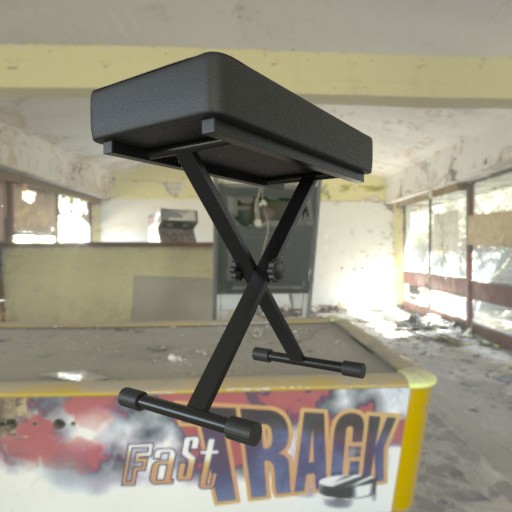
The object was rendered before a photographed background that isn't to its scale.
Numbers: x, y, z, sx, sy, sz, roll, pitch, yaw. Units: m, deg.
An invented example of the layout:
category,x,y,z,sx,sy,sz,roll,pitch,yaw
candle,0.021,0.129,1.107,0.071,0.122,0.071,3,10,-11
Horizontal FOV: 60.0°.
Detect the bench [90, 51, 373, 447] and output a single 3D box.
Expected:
category,x,y,z,sx,sy,sz,roll,pitch,yaw
bench,0.000,0.000,0.920,0.300,0.561,0.600,0,1,35
